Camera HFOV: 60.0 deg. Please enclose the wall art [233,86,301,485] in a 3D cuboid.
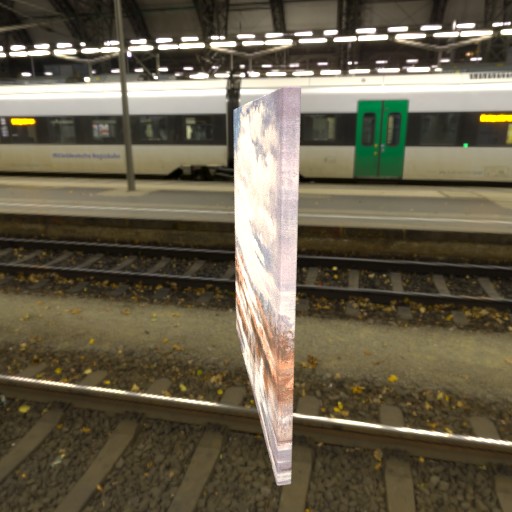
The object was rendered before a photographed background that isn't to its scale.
[{"bbox_3d":[0.000,0.000,1.364,0.035,0.897,0.888,-2,16,-8],"label":"wall art"}]
